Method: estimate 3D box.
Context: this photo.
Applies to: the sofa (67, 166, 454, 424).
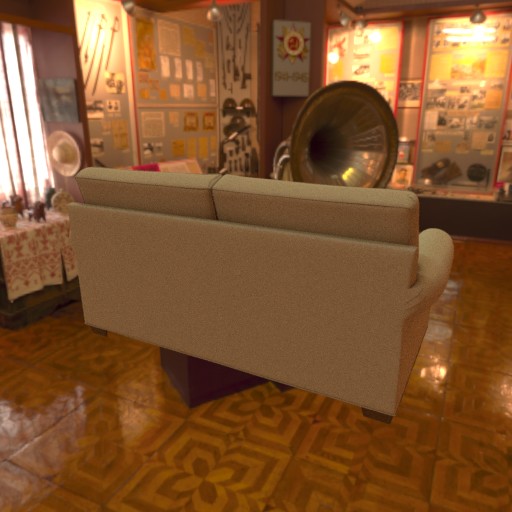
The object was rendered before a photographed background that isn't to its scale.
[{"bbox_3d":[0.000,0.000,2.396,1.930,0.952,0.940,9,20,27],"label":"sofa"}]
